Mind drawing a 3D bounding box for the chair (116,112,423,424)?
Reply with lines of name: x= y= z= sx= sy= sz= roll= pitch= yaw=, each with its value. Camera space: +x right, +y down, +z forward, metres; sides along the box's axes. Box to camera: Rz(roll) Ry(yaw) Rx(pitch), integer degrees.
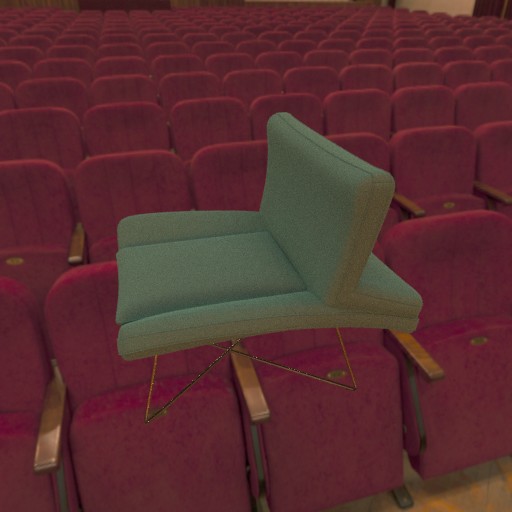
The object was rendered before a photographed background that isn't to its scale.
chair: x=0.000 y=0.000 z=1.637 sx=1.008 sy=0.855 sz=0.859 roll=-8 pitch=30 yaw=-13
